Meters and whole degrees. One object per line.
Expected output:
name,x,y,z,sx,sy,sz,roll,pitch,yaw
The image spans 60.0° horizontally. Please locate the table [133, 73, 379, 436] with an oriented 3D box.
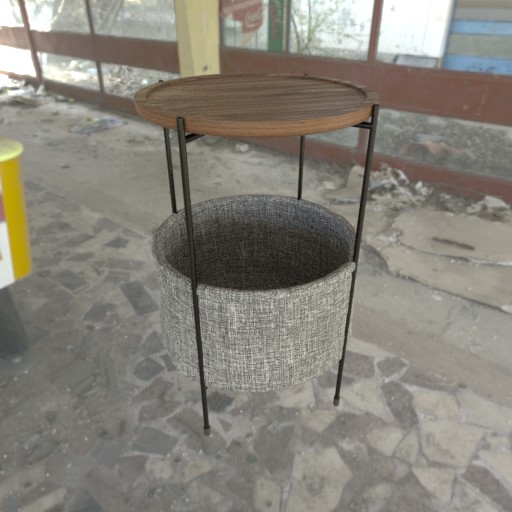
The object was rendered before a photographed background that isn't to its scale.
table,0.000,0.000,0.876,0.400,0.623,0.400,-8,32,-13
